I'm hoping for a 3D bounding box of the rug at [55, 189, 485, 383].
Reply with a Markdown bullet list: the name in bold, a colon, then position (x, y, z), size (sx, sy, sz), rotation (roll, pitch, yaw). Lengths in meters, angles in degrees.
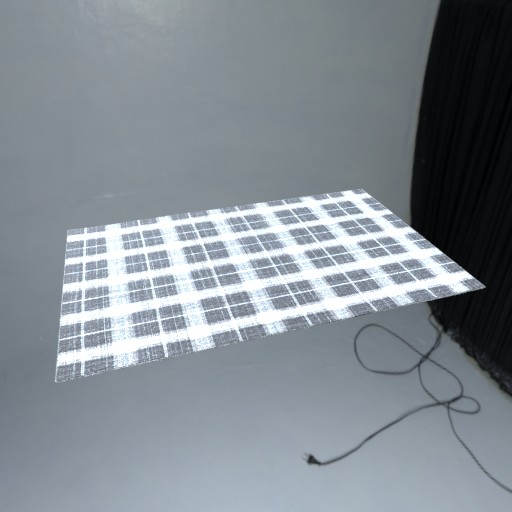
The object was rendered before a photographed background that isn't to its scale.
- **rug**: position (0.000, 0.000, 2.965), size (2.434, 0.015, 1.520), rotation (-10, 34, -15)
